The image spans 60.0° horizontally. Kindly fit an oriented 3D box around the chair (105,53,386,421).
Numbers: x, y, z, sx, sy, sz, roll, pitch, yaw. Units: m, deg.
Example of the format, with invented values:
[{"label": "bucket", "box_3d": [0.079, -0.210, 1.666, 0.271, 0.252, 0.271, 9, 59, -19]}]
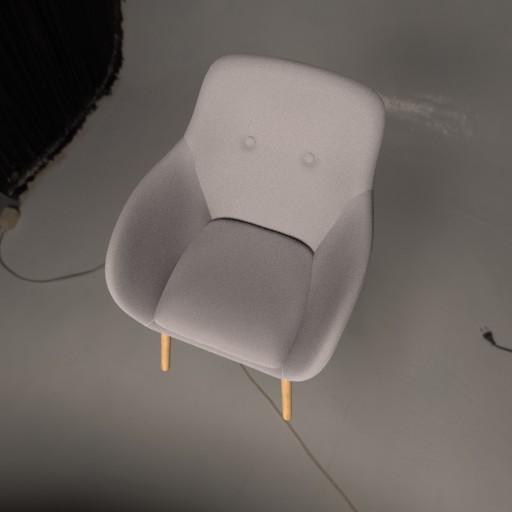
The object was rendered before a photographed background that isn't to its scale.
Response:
[{"label": "chair", "box_3d": [0.000, 0.000, 1.226, 0.570, 0.830, 0.590, 18, 60, 11]}]
